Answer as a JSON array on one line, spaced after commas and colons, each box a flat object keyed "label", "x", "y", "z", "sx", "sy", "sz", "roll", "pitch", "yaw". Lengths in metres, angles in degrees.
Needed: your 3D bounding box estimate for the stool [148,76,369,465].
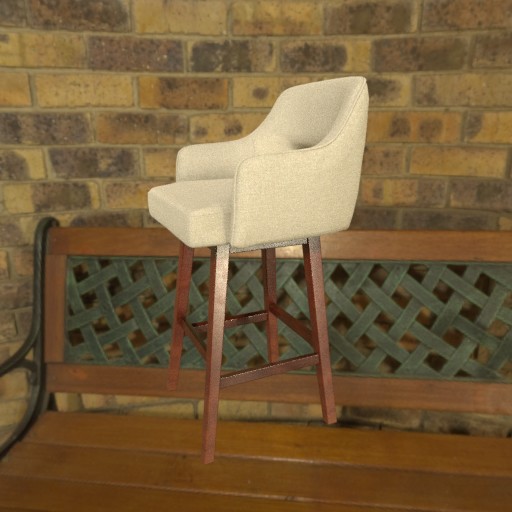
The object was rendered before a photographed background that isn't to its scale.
[{"label": "stool", "x": 0.000, "y": 0.000, "z": 1.370, "sx": 0.560, "sy": 1.041, "sz": 0.550, "roll": -8, "pitch": 18, "yaw": -24}]
